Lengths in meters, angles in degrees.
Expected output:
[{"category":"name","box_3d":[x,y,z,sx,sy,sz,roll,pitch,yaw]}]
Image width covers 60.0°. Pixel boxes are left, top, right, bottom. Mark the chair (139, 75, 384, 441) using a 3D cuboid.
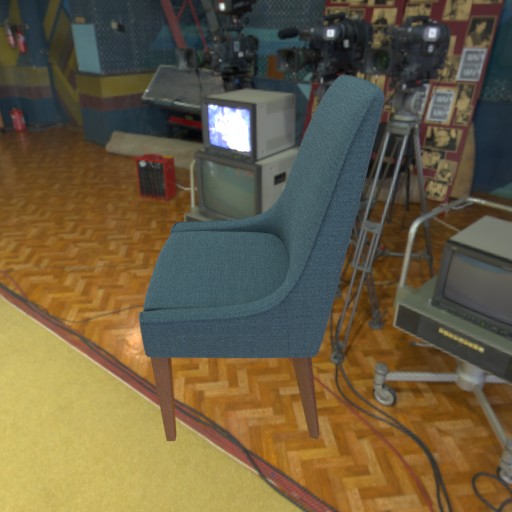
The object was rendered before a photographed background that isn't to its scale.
[{"category":"chair","box_3d":[0.000,0.000,1.172,0.544,0.861,0.529,0,28,-1]}]
